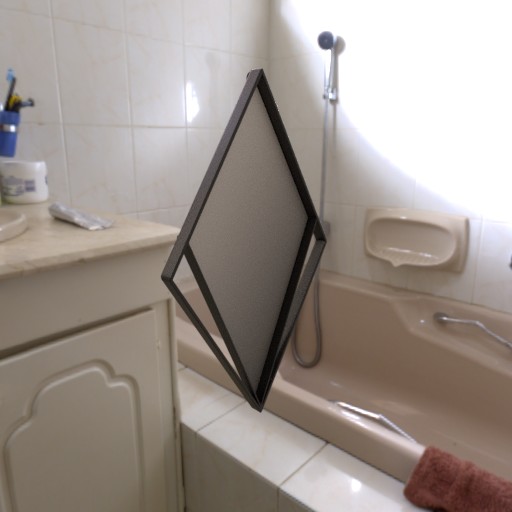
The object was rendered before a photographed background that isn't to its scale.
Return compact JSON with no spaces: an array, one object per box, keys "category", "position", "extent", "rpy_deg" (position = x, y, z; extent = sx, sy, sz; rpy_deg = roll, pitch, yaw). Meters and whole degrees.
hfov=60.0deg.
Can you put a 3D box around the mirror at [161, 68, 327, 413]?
[{"category":"mirror","position":[0.000,0.000,0.865],"extent":[0.419,0.679,0.032],"rpy_deg":[-14,20,-43]}]
